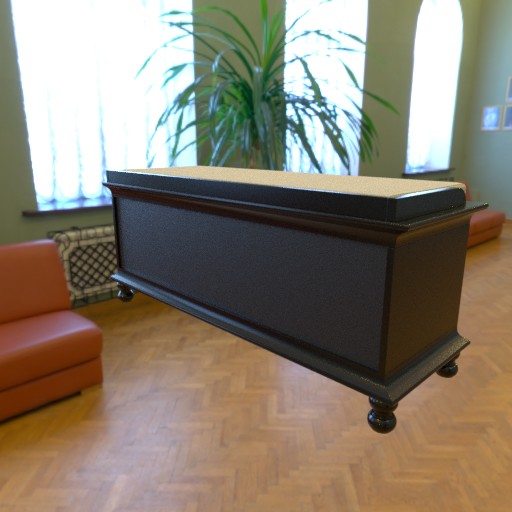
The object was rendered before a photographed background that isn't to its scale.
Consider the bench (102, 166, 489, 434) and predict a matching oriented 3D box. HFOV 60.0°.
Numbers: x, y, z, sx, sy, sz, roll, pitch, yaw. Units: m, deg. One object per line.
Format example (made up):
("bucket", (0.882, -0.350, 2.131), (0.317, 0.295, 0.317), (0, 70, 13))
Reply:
("bench", (0.000, 0.000, 1.385), (0.402, 0.501, 1.185), (-14, 20, -43))
